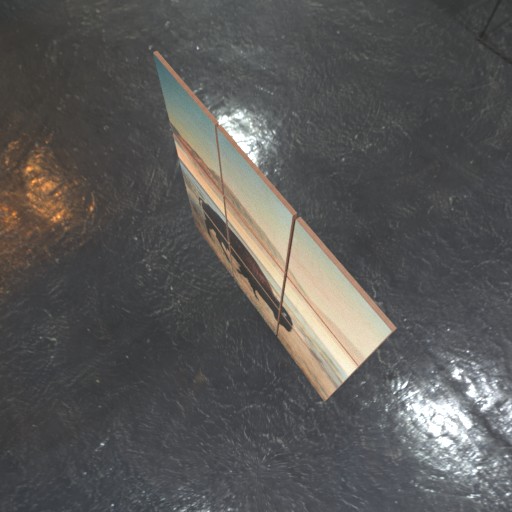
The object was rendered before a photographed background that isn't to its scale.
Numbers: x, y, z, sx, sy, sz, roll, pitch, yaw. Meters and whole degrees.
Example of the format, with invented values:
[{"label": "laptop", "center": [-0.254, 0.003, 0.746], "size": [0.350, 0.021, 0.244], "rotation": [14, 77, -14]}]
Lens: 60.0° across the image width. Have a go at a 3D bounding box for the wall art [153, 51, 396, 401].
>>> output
[{"label": "wall art", "center": [0.000, 0.000, 1.394], "size": [0.018, 0.904, 0.906], "rotation": [-32, 68, -15]}]
